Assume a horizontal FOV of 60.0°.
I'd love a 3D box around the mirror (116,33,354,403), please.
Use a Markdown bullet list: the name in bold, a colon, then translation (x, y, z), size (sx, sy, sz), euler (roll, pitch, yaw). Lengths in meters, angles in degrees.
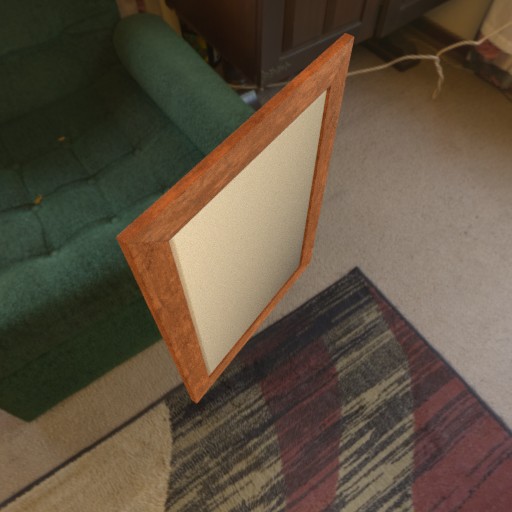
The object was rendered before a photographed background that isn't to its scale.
- **mirror**: translation (0.000, 0.000, 1.419), size (0.028, 1.099, 0.796), euler (32, 63, 19)
